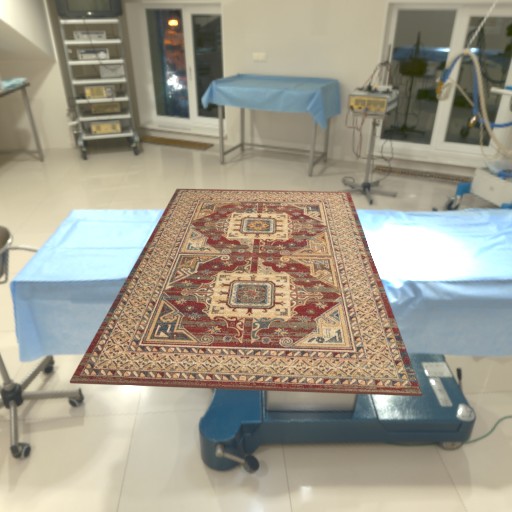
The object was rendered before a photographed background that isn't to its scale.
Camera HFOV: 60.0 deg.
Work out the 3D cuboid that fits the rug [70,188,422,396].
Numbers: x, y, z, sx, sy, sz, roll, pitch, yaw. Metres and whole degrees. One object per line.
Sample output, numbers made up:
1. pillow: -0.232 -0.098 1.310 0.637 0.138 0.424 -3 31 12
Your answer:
1. rug: 0.000 0.000 5.784 3.033 0.033 4.578 1 30 2
